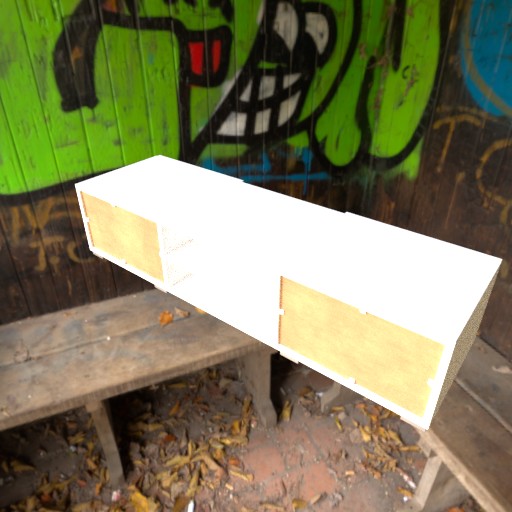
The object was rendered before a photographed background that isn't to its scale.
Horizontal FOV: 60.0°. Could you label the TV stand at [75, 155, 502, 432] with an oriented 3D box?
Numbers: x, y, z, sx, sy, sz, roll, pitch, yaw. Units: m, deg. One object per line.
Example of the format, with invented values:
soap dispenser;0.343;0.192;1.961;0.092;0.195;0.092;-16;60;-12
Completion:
TV stand;0.000;0.000;1.528;1.400;0.310;0.420;22;38;31
